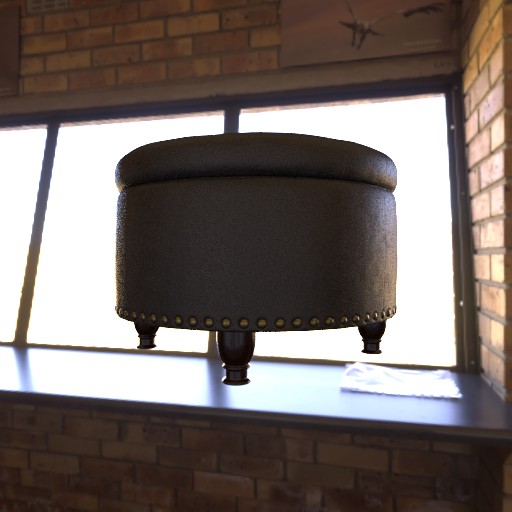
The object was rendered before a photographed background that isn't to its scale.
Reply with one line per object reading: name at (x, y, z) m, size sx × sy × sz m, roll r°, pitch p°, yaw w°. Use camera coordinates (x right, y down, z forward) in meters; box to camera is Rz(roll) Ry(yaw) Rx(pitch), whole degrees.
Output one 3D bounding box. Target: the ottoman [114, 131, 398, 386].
ottoman at (0.000, 0.000, 1.044) m, size 0.637 × 0.442 × 0.637 m, roll 0°, pitch 0°, yaw 0°
